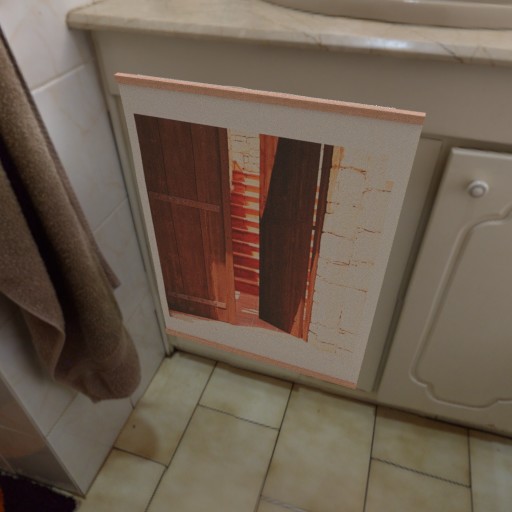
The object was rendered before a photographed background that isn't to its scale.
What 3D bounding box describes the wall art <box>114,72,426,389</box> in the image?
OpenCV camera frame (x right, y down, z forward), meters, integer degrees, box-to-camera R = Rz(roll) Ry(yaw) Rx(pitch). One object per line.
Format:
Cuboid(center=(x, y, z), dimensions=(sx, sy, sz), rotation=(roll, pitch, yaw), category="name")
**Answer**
Cuboid(center=(0.000, 0.000, 1.354), dimensions=(0.758, 1.013, 0.020), rotation=(13, 42, 15), category="wall art")
